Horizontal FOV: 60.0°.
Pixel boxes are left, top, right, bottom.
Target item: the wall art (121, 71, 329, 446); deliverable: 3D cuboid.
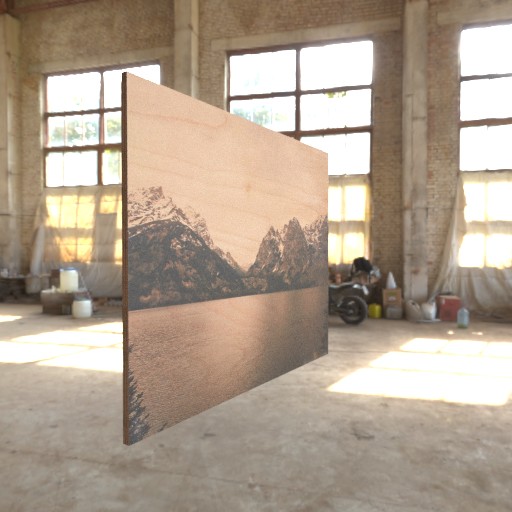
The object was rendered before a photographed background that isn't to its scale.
[{"bbox_3d":[0.000,0.000,0.694,0.010,0.408,0.508,1,1,34],"label":"wall art"}]
